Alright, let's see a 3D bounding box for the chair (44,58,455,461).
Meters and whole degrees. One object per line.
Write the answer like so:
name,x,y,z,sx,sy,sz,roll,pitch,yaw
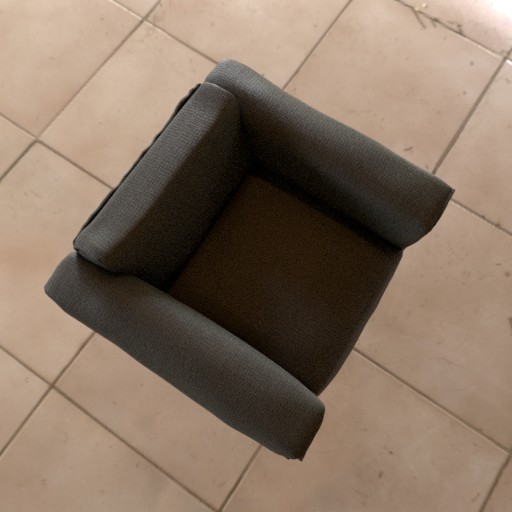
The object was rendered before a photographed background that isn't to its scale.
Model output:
chair,0.000,0.000,1.651,0.969,0.646,1.056,32,78,8
